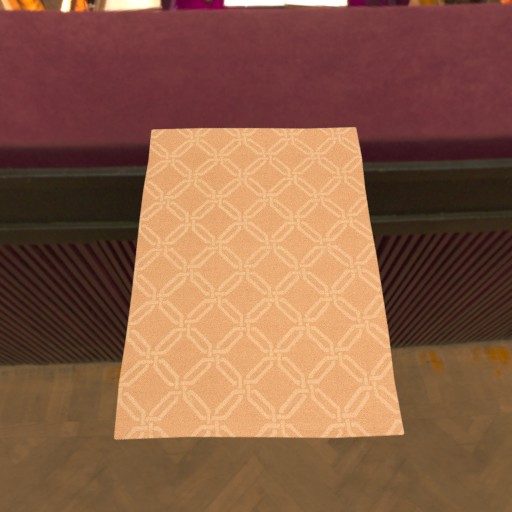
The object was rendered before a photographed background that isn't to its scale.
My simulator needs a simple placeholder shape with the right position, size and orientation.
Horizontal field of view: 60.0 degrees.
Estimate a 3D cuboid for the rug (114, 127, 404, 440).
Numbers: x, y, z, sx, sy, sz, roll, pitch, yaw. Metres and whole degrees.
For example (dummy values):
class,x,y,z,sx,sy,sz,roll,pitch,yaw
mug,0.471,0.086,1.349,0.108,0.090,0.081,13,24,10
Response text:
class,x,y,z,sx,sy,sz,roll,pitch,yaw
rug,0.000,0.000,2.785,1.524,0.013,2.135,-1,63,0
